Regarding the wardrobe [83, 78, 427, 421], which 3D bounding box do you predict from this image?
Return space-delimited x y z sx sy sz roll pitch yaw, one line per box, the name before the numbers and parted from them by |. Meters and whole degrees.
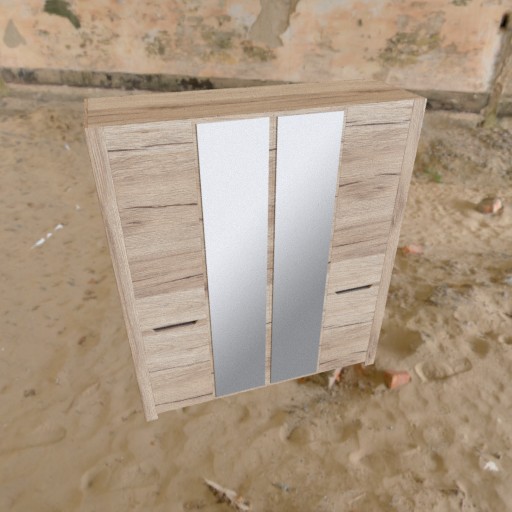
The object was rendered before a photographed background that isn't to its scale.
wardrobe | 0.000 0.000 3.009 1.810 2.070 0.580 -10 34 -15
